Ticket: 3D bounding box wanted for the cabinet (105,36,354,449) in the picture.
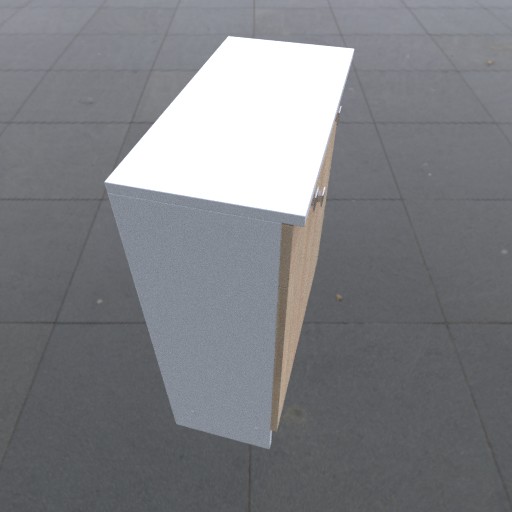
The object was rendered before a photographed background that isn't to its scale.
[{"bbox_3d":[0.000,0.000,1.108,0.296,0.815,0.600,11,46,10],"label":"cabinet"}]
